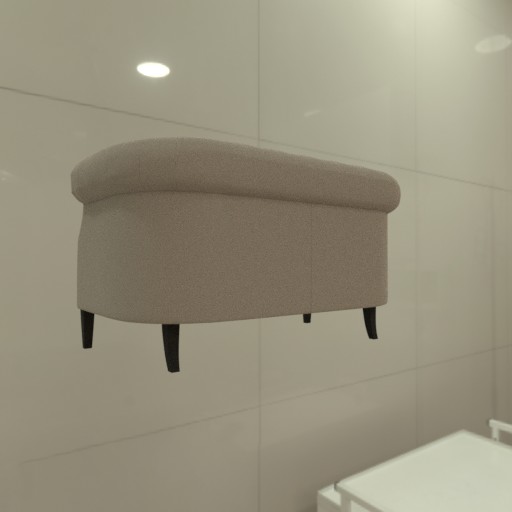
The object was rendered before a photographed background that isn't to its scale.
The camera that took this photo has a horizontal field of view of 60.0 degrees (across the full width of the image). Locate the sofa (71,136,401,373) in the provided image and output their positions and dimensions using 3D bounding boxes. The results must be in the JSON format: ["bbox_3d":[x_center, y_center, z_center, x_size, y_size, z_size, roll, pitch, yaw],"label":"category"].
[{"bbox_3d":[0.000,0.000,2.098,1.558,0.827,0.835,0,-1,-37],"label":"sofa"}]
